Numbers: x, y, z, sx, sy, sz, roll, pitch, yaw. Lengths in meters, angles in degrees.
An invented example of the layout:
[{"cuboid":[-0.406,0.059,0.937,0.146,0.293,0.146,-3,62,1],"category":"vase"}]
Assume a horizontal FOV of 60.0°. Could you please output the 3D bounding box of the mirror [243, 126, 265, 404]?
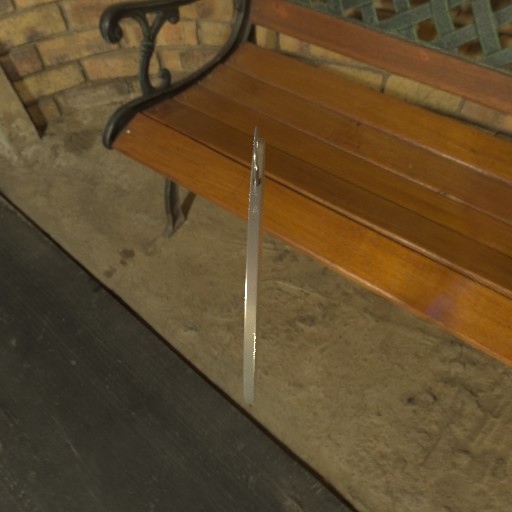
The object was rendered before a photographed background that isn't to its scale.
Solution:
[{"cuboid":[0.000,0.000,0.984,0.020,0.713,0.594,2,58,1],"category":"mirror"}]
